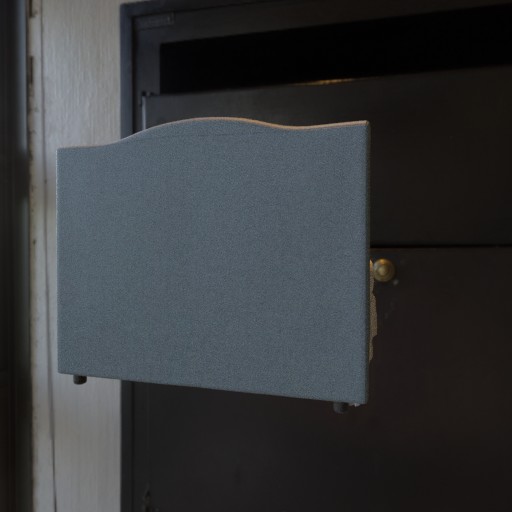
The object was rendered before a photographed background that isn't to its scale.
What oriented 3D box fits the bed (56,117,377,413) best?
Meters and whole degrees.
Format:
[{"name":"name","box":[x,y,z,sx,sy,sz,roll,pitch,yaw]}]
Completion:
[{"name":"bed","box":[0.000,0.000,3.291,1.753,1.460,2.143,0,1,17]}]
